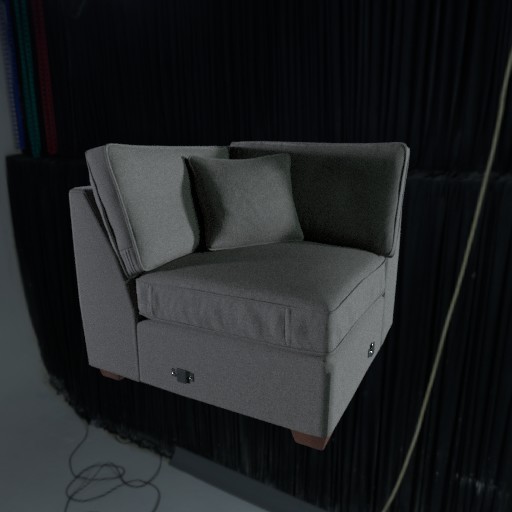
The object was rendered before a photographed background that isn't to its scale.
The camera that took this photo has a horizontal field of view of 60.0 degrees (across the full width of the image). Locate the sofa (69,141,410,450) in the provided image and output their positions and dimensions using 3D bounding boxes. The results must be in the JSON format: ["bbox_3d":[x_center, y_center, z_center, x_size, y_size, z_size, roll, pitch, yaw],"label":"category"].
[{"bbox_3d":[0.000,0.000,2.003,1.146,1.002,1.084,7,16,26],"label":"sofa"}]
